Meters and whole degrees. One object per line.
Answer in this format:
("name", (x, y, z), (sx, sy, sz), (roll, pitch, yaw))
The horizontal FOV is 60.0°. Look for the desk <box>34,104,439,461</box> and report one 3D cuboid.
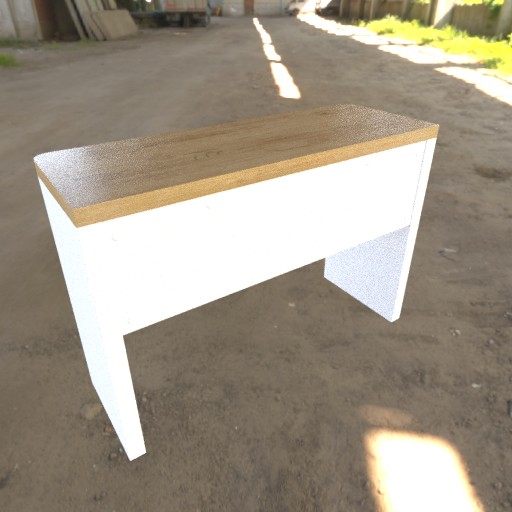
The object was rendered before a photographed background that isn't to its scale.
("desk", (0.000, 0.000, 1.428), (1.100, 0.760, 0.390), (-19, 36, -29))
